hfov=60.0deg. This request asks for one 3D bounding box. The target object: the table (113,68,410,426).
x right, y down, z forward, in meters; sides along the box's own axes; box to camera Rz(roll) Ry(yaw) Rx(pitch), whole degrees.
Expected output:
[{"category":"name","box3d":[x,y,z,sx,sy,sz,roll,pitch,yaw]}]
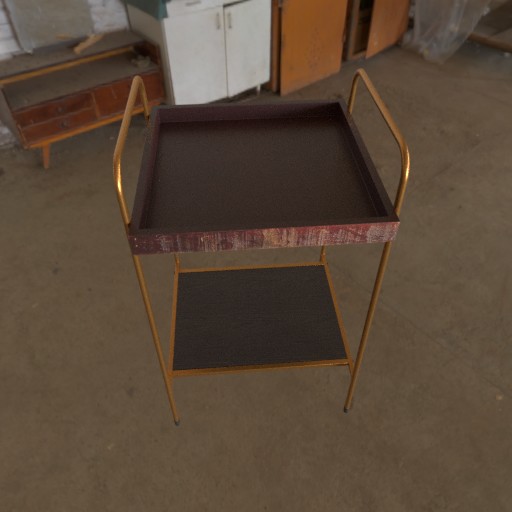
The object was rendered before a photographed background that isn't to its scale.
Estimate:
[{"category":"table","box3d":[0.000,0.000,0.981,0.430,0.710,0.430,-3,46,-3]}]
